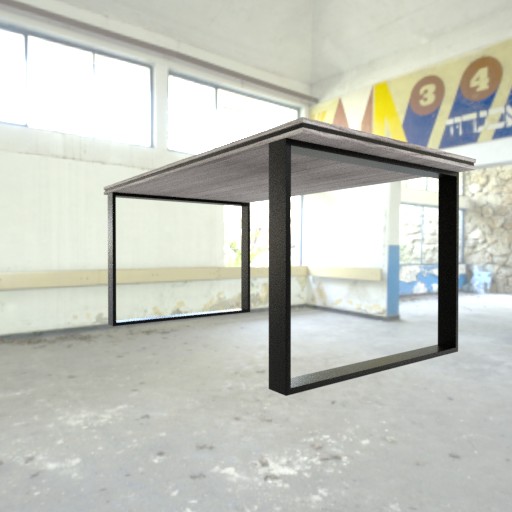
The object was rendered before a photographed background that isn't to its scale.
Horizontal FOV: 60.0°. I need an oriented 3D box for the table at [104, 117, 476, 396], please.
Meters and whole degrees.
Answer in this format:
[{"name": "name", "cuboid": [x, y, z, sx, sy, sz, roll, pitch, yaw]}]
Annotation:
[{"name": "table", "cuboid": [0.000, 0.000, 2.036, 0.881, 0.736, 1.579, -1, 1, -37]}]
